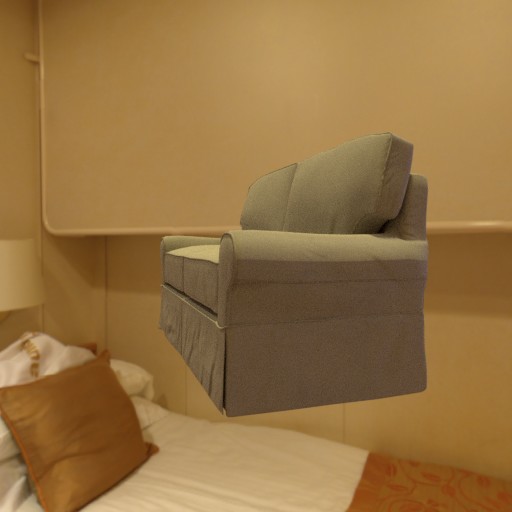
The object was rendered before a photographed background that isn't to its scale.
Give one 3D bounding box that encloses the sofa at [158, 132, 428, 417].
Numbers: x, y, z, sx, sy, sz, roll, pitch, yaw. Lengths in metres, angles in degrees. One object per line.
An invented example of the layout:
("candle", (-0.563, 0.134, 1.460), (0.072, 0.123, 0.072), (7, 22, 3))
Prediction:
("sofa", (0.000, 0.000, 2.357), (0.841, 1.024, 1.823), (-1, 2, -19))
